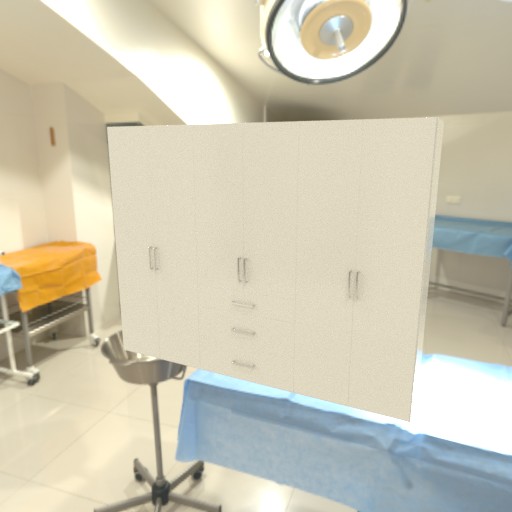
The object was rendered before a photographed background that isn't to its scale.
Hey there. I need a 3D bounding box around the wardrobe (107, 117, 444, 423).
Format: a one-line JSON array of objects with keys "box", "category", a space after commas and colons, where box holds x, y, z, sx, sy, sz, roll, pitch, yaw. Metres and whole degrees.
[{"box": [0.000, 0.000, 4.142, 3.000, 2.360, 0.580, 7, 15, 26], "category": "wardrobe"}]
